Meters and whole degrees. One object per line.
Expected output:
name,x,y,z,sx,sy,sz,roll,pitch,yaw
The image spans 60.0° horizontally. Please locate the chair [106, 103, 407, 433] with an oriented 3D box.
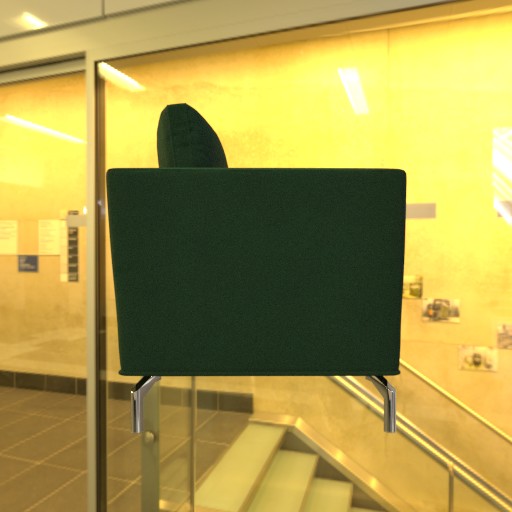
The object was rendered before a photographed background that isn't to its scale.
chair,0.000,0.000,1.753,0.852,0.997,1.047,0,1,0
